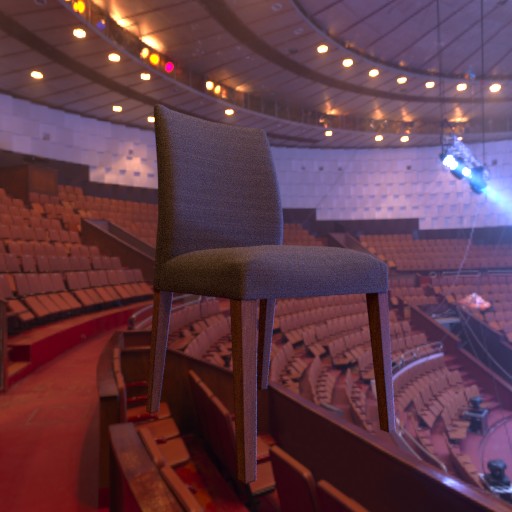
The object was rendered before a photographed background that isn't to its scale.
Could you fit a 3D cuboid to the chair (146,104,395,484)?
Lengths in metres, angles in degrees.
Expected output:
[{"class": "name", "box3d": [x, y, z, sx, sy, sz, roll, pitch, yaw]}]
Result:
[{"class": "chair", "box3d": [0.000, 0.000, 1.286, 0.496, 0.940, 0.585, 1, -2, -37]}]
